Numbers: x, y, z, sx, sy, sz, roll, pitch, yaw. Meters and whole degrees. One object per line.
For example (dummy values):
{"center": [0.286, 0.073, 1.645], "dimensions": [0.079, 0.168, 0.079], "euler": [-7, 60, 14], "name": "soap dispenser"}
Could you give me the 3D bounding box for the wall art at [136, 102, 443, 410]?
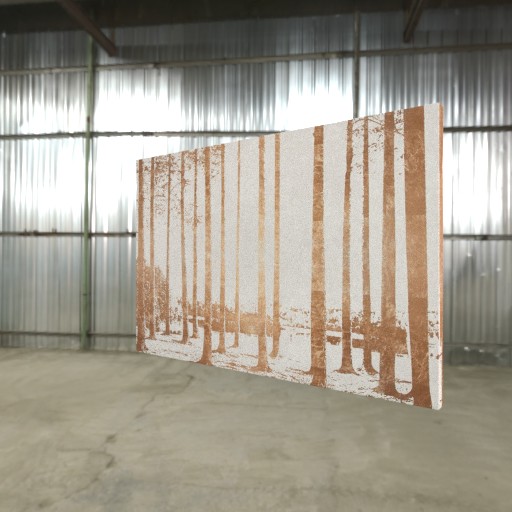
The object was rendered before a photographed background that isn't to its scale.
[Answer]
{"center": [0.000, 0.000, 1.156], "dimensions": [0.914, 0.609, 0.035], "euler": [0, 0, 36], "name": "wall art"}
